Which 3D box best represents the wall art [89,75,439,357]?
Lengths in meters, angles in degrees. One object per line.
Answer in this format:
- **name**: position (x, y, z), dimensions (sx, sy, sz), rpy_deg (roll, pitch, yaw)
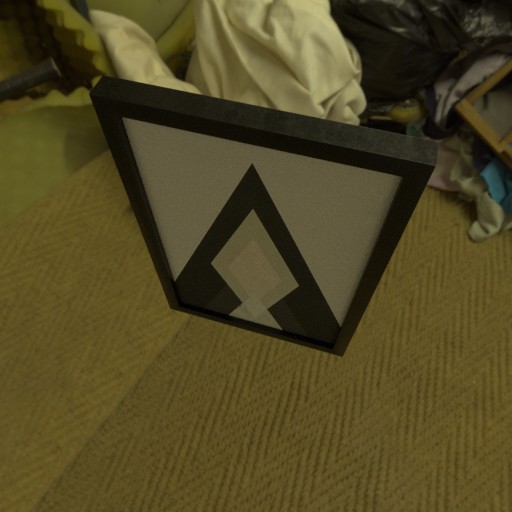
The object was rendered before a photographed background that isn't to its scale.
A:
- **wall art**: position (0.000, 0.000, 0.583), dimensions (0.313, 0.457, 0.031), rpy_deg (14, 59, 9)
